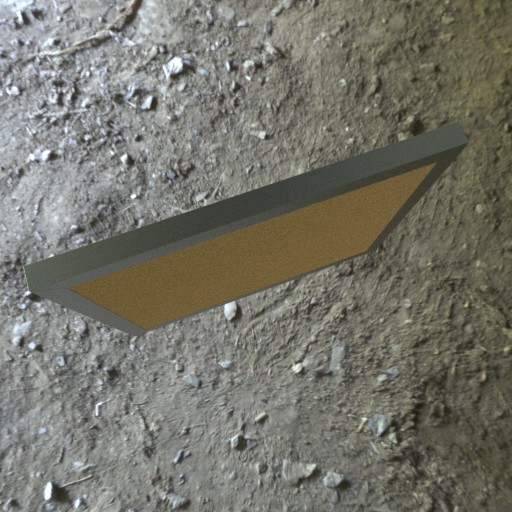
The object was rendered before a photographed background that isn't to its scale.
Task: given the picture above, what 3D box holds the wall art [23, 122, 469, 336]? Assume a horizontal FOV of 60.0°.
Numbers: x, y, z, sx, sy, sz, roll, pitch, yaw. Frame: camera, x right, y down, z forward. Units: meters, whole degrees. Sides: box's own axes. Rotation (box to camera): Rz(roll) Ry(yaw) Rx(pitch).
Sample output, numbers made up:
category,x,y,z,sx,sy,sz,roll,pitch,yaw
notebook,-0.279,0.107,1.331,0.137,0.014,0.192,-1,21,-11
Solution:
category,x,y,z,sx,sy,sz,roll,pitch,yaw
wall art,0.000,0.000,0.750,0.557,0.456,0.032,-19,74,-6
